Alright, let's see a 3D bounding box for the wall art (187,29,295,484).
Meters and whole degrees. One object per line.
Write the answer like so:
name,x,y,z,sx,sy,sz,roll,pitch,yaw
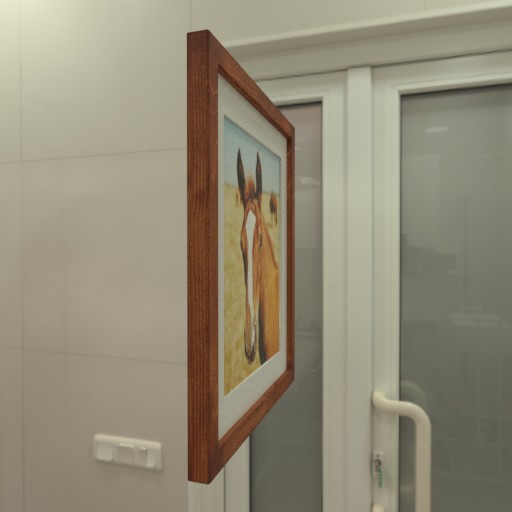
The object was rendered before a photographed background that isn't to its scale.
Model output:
wall art,0.000,0.000,0.765,0.030,0.558,0.462,0,1,18
